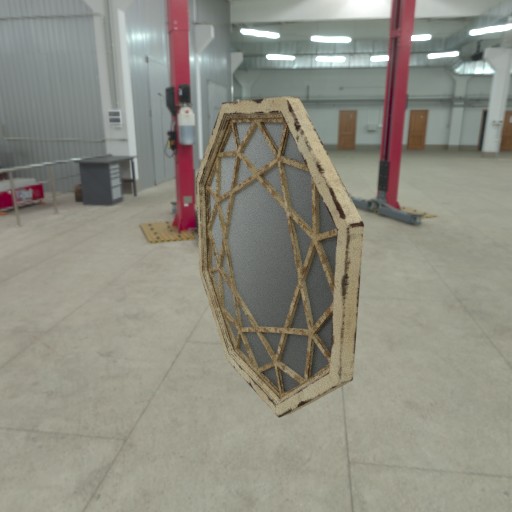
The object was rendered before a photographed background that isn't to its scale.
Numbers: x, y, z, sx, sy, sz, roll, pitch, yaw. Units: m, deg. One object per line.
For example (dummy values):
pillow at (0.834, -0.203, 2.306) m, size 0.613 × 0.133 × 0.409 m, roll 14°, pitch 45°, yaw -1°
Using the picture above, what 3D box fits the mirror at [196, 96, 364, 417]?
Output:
mirror at (0.000, 0.000, 0.975) m, size 0.031 × 0.648 × 0.648 m, roll -9°, pitch 19°, yaw -26°
